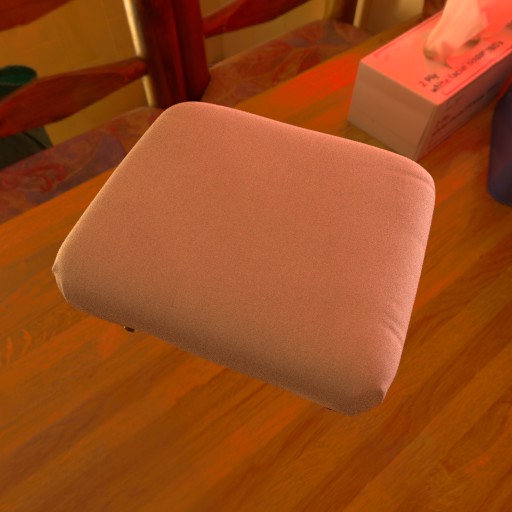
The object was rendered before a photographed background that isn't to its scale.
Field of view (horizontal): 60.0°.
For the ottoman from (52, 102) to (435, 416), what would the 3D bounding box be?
[{"bbox_3d":[0.000,0.000,1.115,0.746,0.450,0.622,18,59,11],"label":"ottoman"}]
